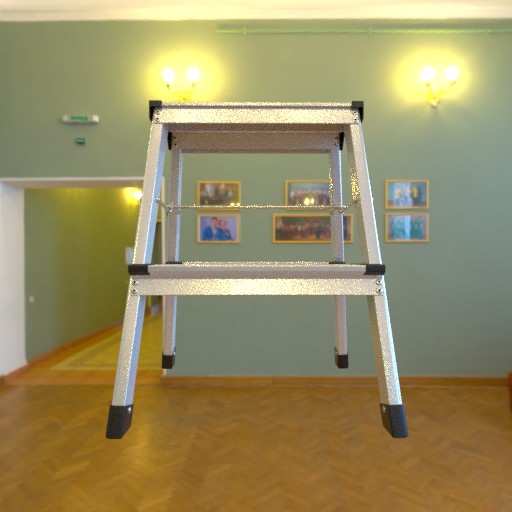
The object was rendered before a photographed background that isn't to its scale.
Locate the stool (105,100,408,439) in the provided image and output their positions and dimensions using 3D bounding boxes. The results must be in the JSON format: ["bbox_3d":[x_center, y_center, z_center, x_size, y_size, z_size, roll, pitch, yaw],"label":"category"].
[{"bbox_3d":[0.000,0.000,0.784,0.404,0.480,0.405,0,0,-1],"label":"stool"}]
